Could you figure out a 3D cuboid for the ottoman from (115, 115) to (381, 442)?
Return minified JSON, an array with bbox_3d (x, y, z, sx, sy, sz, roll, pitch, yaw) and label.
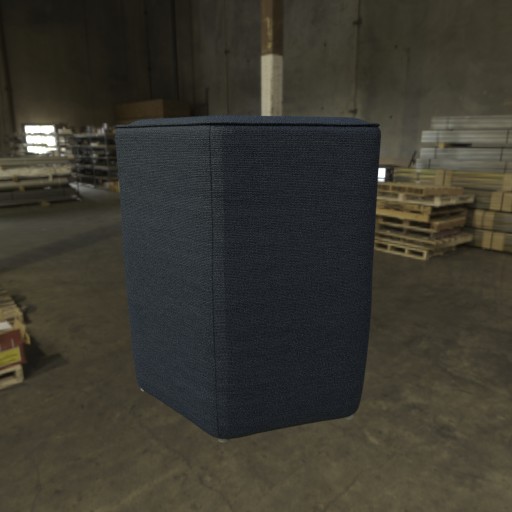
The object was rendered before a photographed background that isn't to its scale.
[{"bbox_3d":[0.000,0.000,0.865,0.454,0.505,0.492,-13,19,-41],"label":"ottoman"}]
